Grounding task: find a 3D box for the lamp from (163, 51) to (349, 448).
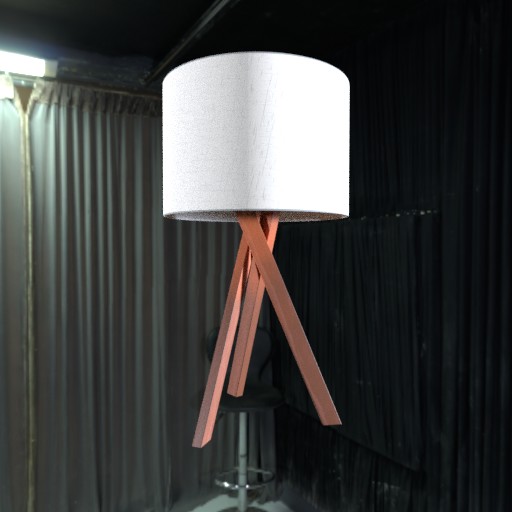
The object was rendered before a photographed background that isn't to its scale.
[{"bbox_3d":[0.000,0.000,0.931,0.380,0.686,0.380,-1,2,-36],"label":"lamp"}]
